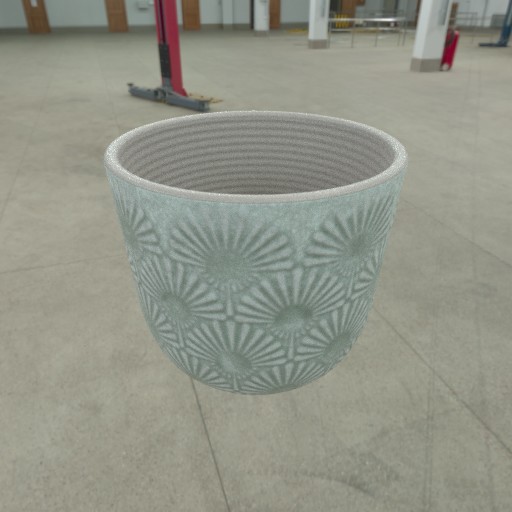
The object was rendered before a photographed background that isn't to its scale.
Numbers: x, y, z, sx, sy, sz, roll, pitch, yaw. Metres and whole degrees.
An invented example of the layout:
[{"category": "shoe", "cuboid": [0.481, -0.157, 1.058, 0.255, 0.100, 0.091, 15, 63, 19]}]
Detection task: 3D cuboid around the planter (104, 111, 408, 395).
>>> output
[{"category": "planter", "cuboid": [0.000, 0.000, 0.294, 0.170, 0.152, 0.170, 0, 30, 0]}]
